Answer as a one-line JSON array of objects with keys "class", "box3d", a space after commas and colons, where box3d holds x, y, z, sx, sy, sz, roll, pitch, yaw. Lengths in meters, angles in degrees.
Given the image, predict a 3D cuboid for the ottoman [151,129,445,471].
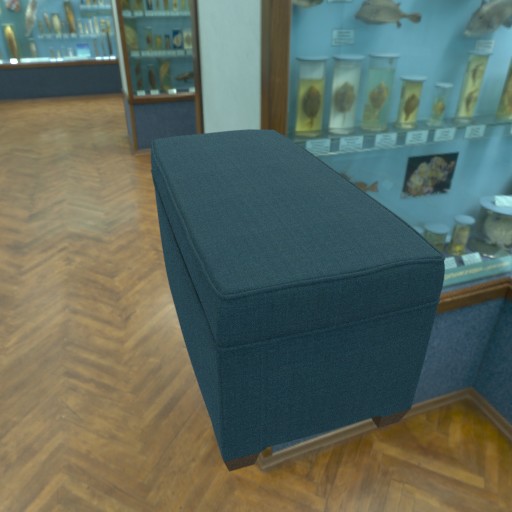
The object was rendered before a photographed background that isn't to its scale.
[{"class": "ottoman", "box3d": [0.000, 0.000, 1.220, 0.474, 0.474, 0.943, -9, 32, -15]}]
